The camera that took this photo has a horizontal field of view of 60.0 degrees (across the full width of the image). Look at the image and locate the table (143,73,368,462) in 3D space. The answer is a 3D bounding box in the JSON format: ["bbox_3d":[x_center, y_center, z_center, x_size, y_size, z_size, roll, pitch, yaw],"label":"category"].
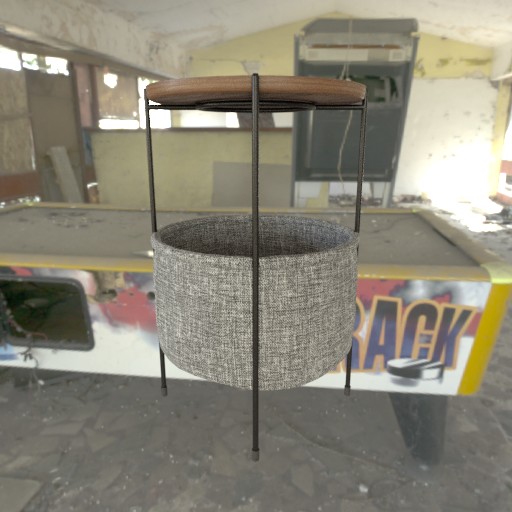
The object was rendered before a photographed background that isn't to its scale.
[{"bbox_3d":[0.000,0.000,0.878,0.400,0.623,0.400,-15,21,-43],"label":"table"}]
